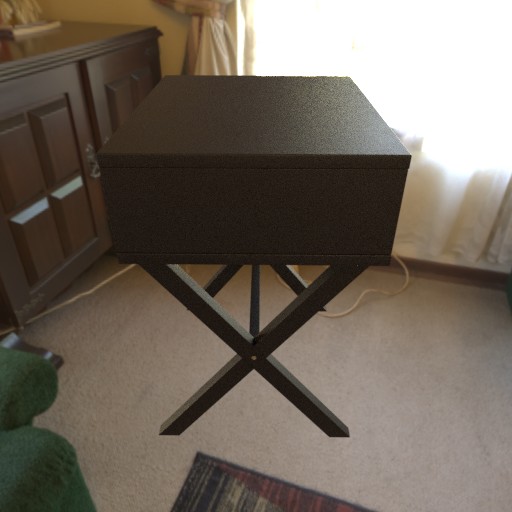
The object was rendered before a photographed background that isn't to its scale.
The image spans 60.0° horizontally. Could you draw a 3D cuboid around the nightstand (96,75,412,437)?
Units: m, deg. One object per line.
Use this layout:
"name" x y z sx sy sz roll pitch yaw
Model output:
"nightstand" 0.000 0.000 0.932 0.402 0.623 0.479 0 33 1
